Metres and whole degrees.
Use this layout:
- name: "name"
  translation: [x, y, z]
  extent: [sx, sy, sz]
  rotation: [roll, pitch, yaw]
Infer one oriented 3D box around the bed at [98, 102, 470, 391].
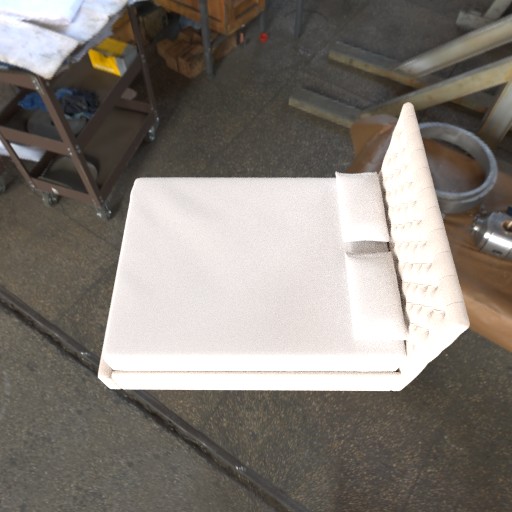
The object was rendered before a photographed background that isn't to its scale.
- name: "bed"
  translation: [0.000, 0.000, 3.290]
  extent: [2.233, 1.426, 1.696]
  rotation: [0, 59, 0]
